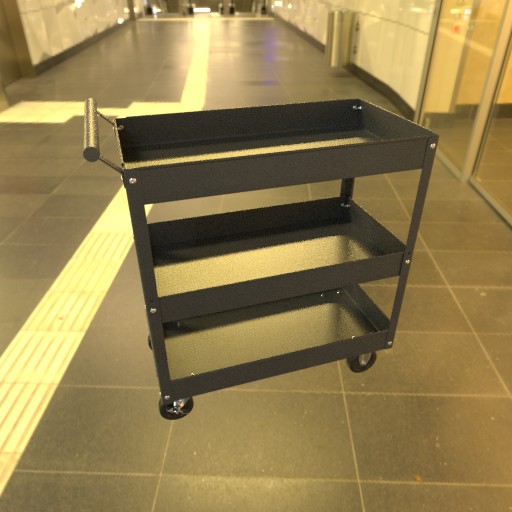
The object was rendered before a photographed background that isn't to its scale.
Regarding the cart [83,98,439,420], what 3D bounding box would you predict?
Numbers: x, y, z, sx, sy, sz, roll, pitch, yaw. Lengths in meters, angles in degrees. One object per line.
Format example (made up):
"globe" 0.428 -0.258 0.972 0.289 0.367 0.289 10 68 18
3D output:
"cart" 0.000 0.000 1.176 0.719 0.780 0.366 -10 34 -15
